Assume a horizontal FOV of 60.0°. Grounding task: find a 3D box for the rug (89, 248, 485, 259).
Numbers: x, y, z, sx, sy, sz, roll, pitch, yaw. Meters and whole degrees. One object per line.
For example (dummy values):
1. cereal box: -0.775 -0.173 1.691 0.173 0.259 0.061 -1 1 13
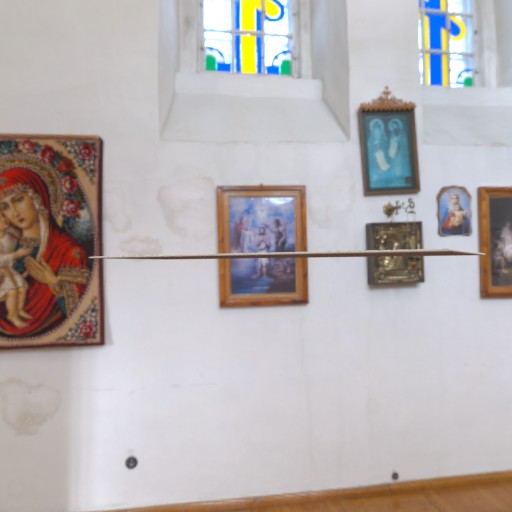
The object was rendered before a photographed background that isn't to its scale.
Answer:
1. rug: 0.000 0.000 2.471 2.196 0.011 0.662 -1 -2 36
